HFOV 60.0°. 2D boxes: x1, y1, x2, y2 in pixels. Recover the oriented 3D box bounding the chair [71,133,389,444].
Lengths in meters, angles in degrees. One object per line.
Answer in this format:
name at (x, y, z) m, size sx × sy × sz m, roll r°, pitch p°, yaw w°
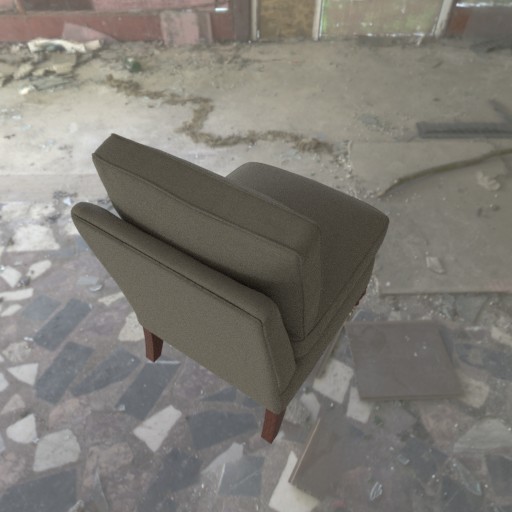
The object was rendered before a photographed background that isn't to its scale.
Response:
chair at (0.000, 0.000, 1.666) m, size 0.724 × 1.045 × 0.924 m, roll 27°, pitch 52°, yaw 23°
